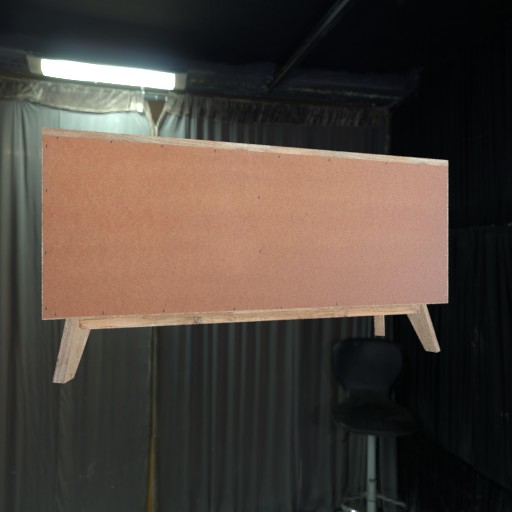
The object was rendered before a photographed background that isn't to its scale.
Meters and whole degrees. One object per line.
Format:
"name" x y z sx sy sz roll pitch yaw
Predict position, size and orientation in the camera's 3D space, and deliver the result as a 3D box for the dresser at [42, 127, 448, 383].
"dresser" 0.000 0.000 1.840 1.554 0.805 0.455 0 0 -18
